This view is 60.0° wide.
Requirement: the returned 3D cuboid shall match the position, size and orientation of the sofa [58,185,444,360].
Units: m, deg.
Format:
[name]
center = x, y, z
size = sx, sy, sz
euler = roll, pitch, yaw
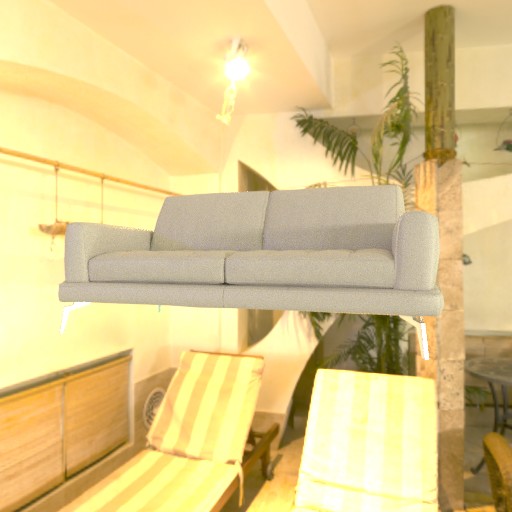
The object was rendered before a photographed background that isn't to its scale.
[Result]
[sofa]
center = 0.000, 0.000, 2.807
size = 2.177, 0.930, 1.121
euler = 0, 0, 19
